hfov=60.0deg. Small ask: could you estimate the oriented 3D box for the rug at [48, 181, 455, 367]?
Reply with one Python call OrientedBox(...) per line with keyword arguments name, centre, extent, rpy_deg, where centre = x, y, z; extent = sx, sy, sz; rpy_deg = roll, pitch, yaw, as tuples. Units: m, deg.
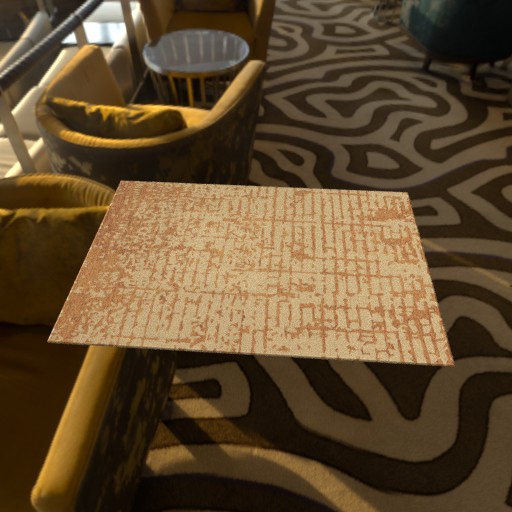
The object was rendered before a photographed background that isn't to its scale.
OrientedBox(name="rug", centre=(0.000, 0.000, 2.402), extent=(1.829, 0.011, 1.219), rpy_deg=(3, 46, 3))
